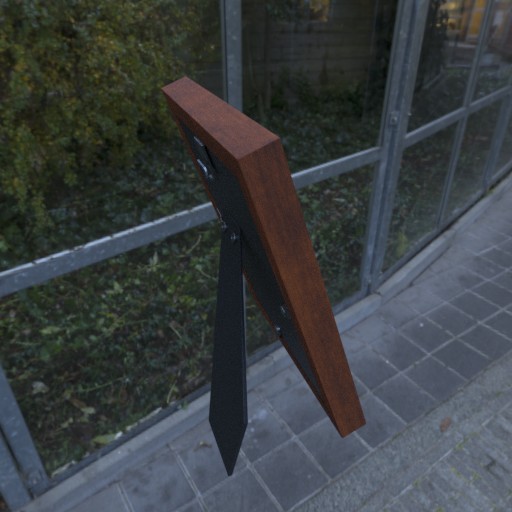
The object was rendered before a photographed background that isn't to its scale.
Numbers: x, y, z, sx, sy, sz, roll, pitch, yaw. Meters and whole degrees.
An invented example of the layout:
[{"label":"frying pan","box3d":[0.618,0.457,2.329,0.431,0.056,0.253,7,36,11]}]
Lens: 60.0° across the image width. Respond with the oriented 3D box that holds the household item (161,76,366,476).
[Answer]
[{"label":"household item","box3d":[0.000,0.000,0.295,0.096,0.204,0.160,-11,32,-18]}]
